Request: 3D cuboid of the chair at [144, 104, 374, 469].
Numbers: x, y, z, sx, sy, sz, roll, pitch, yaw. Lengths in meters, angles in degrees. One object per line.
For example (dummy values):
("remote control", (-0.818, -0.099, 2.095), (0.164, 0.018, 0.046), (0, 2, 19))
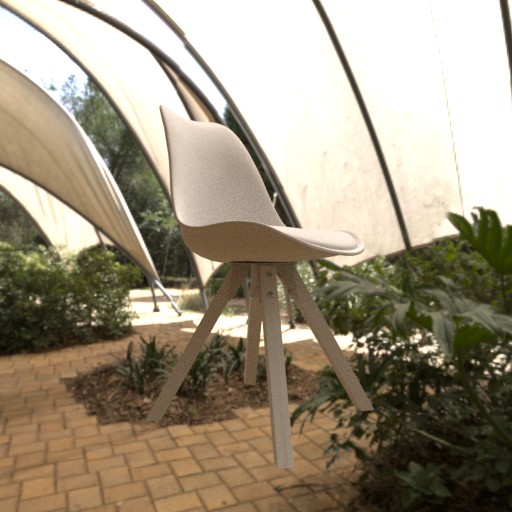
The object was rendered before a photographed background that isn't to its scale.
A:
("chair", (0.000, 0.000, 1.191), (0.550, 0.850, 0.485), (0, 0, 37))
